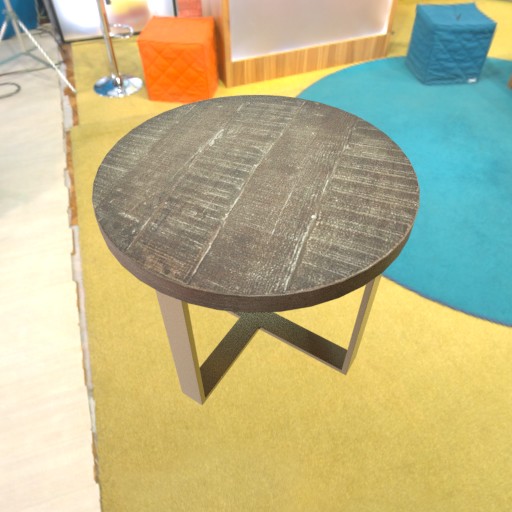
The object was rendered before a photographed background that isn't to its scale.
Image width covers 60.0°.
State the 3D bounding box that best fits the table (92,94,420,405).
[{"bbox_3d":[0.000,0.000,0.936,0.557,0.437,0.557,0,47,0],"label":"table"}]
